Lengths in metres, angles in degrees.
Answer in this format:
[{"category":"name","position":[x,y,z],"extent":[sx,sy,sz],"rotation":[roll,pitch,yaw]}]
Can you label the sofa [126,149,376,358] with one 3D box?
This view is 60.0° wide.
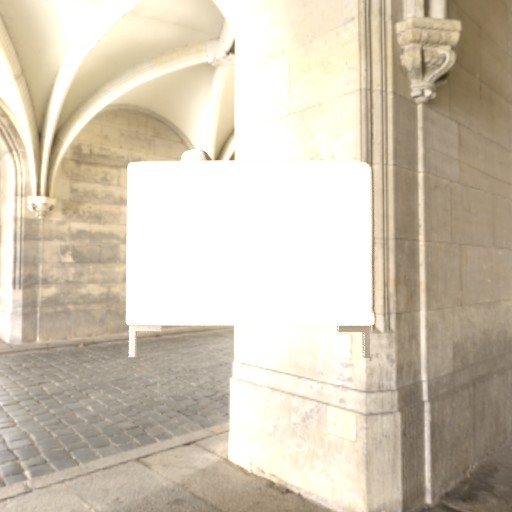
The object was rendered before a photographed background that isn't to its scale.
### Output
[{"category":"sofa","position":[0.000,0.000,2.903],"extent":[0.969,0.867,2.415],"rotation":[0,-2,1]}]
